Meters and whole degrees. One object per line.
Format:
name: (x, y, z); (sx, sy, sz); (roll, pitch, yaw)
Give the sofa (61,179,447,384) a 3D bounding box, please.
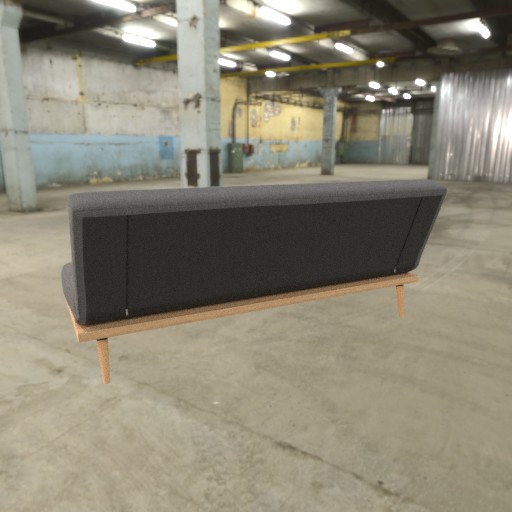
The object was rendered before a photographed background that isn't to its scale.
sofa: (0.000, 0.000, 2.281); (1.820, 0.770, 0.820); (-7, 15, -27)
